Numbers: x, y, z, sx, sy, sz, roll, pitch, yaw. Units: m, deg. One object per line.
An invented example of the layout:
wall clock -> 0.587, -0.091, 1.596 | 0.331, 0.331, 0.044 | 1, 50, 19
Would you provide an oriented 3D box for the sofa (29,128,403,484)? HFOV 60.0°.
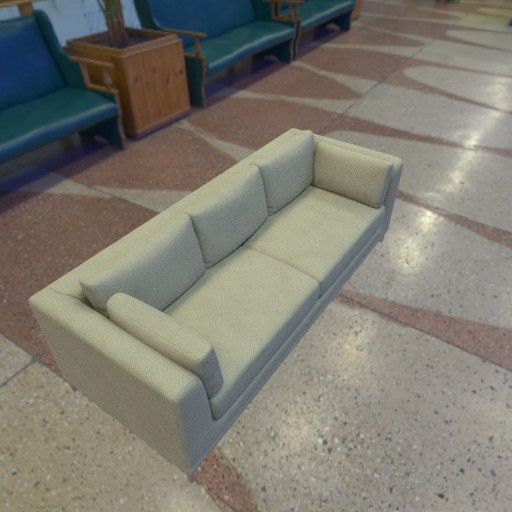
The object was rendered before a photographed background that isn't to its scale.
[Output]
sofa -> 0.000, 0.000, 2.851 | 0.969, 0.867, 2.415 | 24, 45, 26
